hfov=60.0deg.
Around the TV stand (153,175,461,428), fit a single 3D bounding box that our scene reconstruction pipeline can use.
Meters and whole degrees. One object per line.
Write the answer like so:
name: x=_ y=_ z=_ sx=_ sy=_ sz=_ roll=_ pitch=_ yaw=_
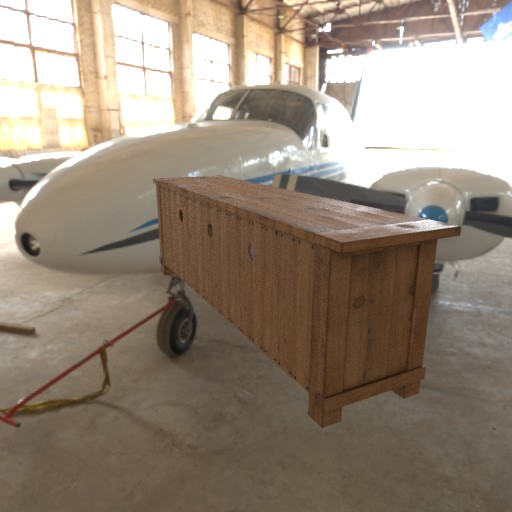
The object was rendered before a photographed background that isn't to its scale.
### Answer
TV stand: x=0.000 y=0.000 z=2.048 sx=0.453 sy=0.573 sz=1.804 roll=-8 pitch=17 yaw=-26
